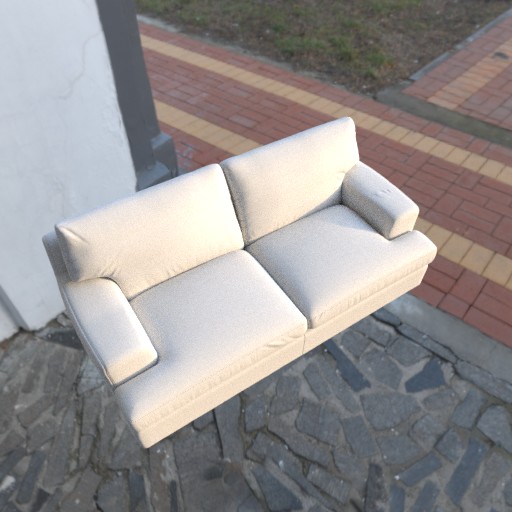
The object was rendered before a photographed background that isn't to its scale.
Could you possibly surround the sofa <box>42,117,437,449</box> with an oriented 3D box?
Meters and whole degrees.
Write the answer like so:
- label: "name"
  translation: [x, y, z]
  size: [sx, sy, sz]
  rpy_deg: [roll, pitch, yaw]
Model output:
- label: "sofa"
  translation: [0.000, 0.000, 2.802]
  size: [2.261, 0.940, 1.143]
  rpy_deg: [-25, 52, -22]
